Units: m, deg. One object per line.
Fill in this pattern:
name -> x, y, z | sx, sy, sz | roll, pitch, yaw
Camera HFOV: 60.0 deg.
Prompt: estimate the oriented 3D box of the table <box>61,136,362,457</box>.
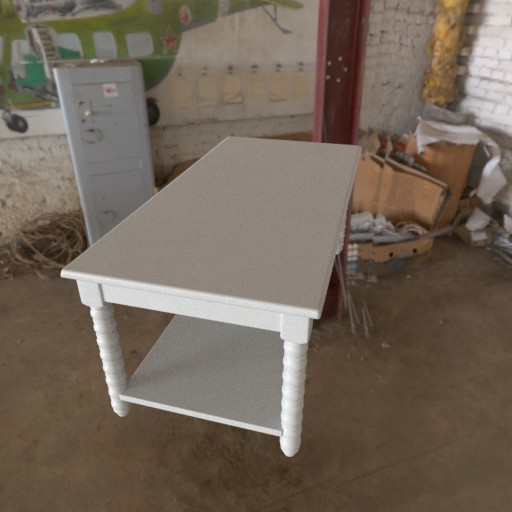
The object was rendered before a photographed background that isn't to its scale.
table -> 0.000, 0.000, 1.508 | 0.580, 0.487, 1.171 | 8, 31, 13
